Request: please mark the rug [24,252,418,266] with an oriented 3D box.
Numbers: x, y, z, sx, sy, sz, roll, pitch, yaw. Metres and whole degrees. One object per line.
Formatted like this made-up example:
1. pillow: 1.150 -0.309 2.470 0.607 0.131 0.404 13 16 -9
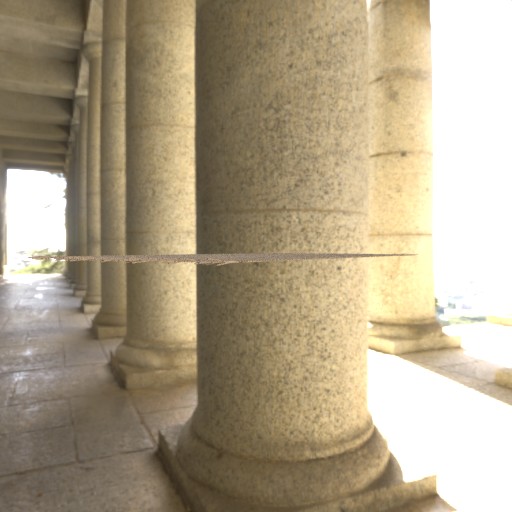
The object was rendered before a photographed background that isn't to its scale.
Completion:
1. rug: 0.000 0.000 3.125 1.528 0.034 2.523 1 1 36
